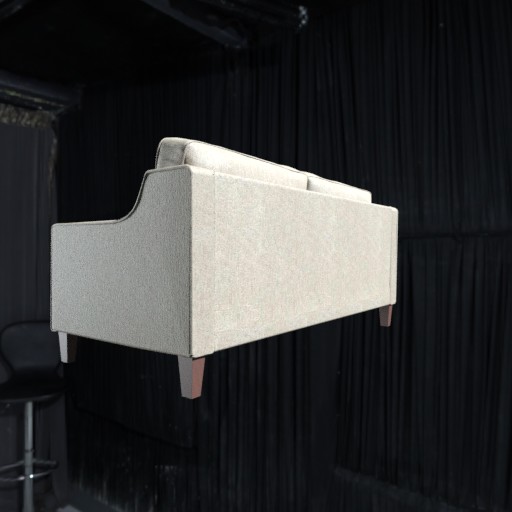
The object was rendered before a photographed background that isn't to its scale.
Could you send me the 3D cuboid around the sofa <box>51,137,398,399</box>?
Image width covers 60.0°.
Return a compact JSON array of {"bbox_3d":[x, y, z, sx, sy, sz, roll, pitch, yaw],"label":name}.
[{"bbox_3d":[0.000,0.000,2.838,1.073,1.074,2.181,1,1,37],"label":"sofa"}]
